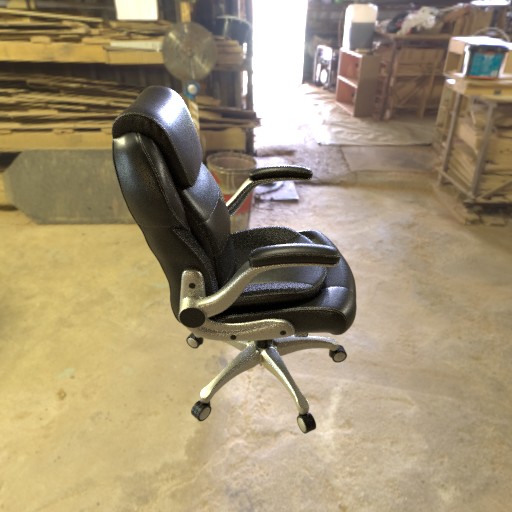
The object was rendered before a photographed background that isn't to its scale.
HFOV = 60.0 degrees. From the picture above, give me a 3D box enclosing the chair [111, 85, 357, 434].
[{"bbox_3d":[0.000,0.000,1.640,0.801,1.141,0.724,0,32,-1],"label":"chair"}]
